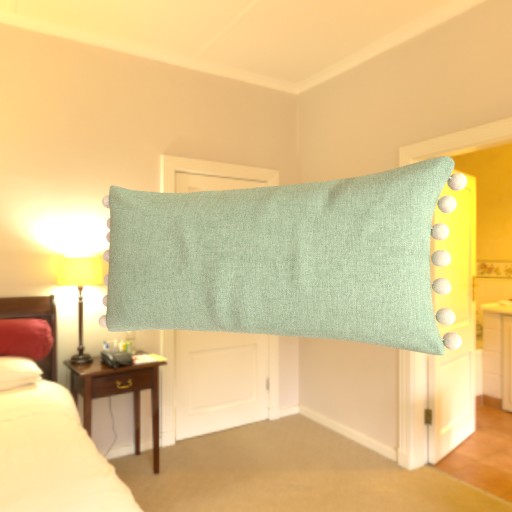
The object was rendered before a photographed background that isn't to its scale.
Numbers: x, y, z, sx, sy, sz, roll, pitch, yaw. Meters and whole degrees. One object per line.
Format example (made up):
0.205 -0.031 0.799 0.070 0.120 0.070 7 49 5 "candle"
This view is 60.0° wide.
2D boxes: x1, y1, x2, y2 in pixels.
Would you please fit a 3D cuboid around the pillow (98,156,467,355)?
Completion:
0.000 0.000 0.815 0.709 0.322 0.201 0 0 19 "pillow"
